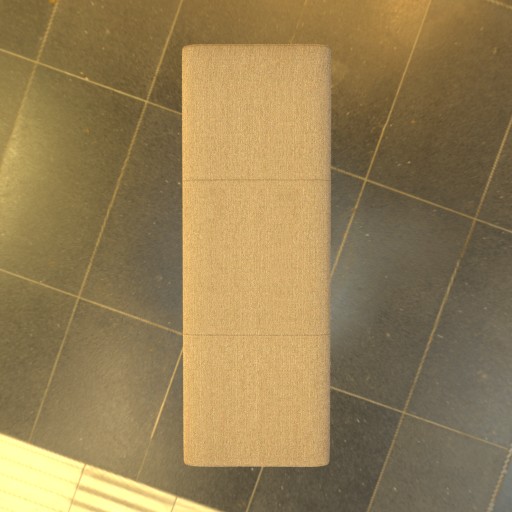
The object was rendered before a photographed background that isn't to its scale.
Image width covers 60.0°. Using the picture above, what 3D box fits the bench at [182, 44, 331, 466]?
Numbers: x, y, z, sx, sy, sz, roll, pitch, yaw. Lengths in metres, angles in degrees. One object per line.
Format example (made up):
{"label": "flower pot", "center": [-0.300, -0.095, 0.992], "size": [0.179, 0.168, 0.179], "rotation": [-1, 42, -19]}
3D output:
{"label": "bench", "center": [0.000, 0.000, 1.509], "size": [0.446, 0.438, 1.269], "rotation": [0, 91, 0]}
